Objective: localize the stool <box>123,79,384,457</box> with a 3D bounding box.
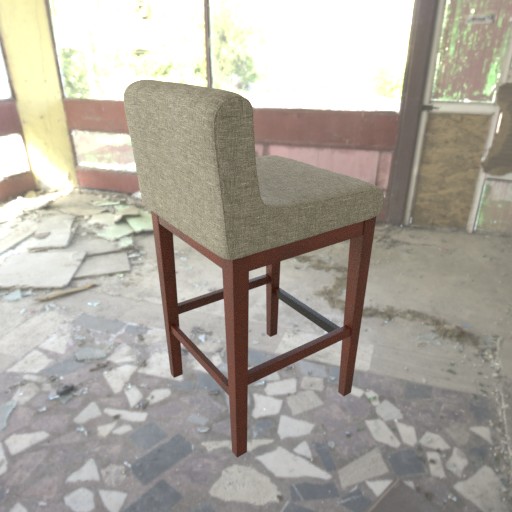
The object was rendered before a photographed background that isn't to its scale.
[{"bbox_3d":[0.000,0.000,1.126,0.459,0.835,0.417,-17,30,-31],"label":"stool"}]
